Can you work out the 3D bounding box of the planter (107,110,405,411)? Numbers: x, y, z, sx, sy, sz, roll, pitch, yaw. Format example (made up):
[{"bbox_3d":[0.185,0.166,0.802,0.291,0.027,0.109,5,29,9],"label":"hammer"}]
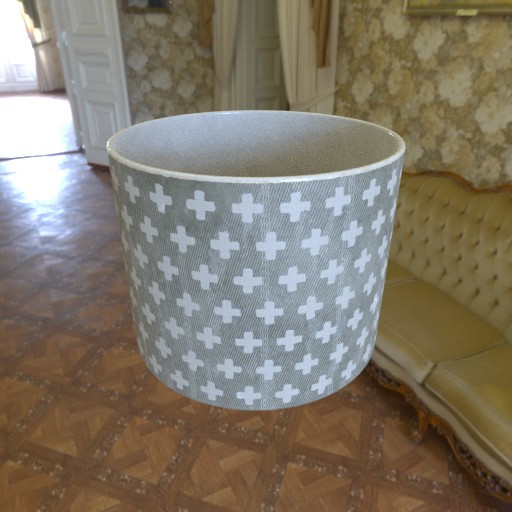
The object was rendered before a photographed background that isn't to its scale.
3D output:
[{"bbox_3d":[0.000,0.000,0.335,0.190,0.181,0.190,0,28,0],"label":"planter"}]
